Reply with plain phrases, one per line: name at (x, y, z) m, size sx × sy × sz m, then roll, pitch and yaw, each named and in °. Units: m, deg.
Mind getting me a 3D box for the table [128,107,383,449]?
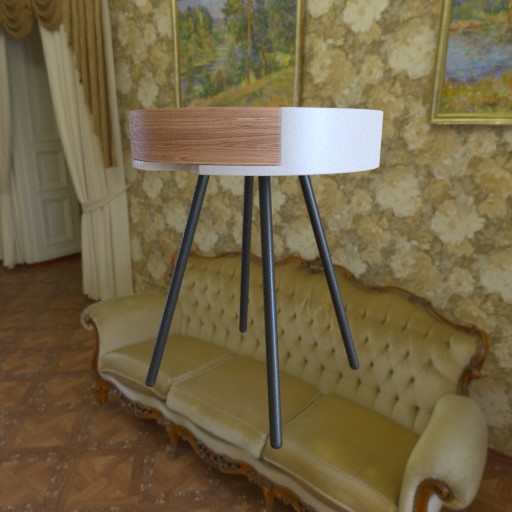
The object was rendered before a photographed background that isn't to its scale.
table at (0.000, 0.000, 0.852) m, size 0.450 × 0.525 × 0.450 m, roll 0°, pitch 16°, yaw 0°
